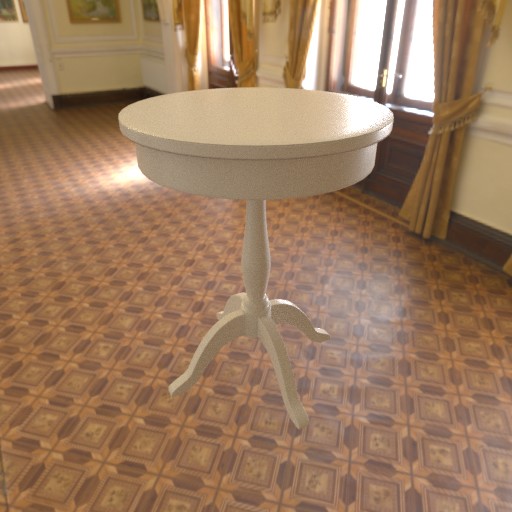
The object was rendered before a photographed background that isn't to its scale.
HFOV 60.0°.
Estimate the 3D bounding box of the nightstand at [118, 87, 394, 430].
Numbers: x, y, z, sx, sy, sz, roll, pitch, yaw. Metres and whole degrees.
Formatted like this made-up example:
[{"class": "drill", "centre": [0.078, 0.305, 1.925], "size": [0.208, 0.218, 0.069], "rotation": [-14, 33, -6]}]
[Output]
[{"class": "nightstand", "centre": [0.000, 0.000, 1.014], "size": [0.513, 0.653, 0.513], "rotation": [-9, 31, -16]}]
